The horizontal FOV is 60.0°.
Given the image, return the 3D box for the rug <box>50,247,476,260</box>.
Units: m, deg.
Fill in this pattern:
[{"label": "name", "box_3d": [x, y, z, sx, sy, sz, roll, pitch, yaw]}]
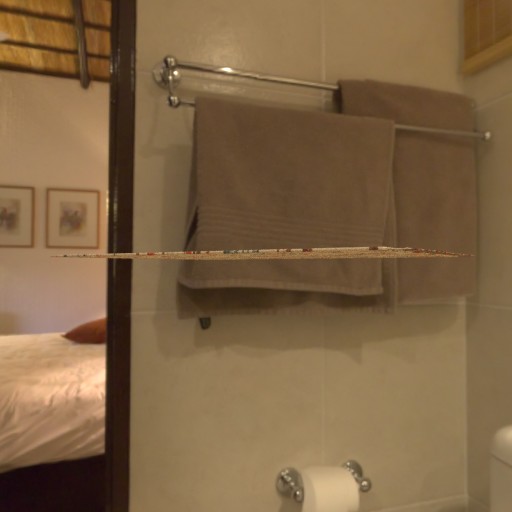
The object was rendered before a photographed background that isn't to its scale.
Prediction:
[{"label": "rug", "box_3d": [0.000, 0.000, 2.419, 1.997, 0.010, 1.218, -1, -2, 35]}]
